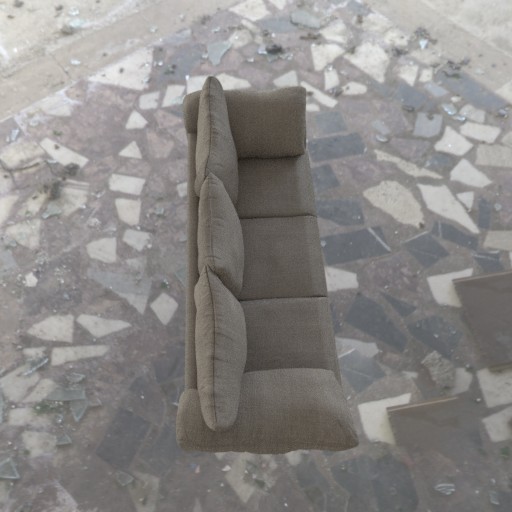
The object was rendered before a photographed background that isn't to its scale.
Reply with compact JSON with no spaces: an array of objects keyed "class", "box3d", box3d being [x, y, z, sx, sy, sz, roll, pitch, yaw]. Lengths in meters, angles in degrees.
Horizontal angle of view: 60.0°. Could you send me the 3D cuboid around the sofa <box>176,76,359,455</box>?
[{"class":"sofa","box3d":[0.000,0.000,2.807,0.878,0.996,2.334,-3,63,-2]}]
